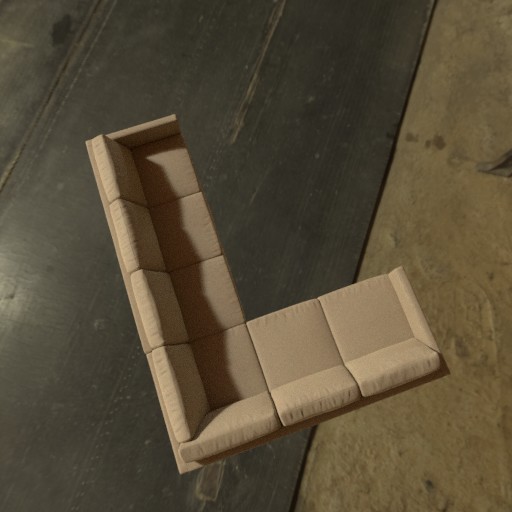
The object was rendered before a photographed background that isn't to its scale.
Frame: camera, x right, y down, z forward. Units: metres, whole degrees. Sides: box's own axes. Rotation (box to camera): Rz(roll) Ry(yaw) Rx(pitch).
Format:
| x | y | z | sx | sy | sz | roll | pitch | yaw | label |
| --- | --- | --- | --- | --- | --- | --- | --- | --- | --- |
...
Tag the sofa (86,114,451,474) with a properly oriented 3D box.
| x | y | z | sx | sy | sz | roll | pitch | yaw | label |
| --- | --- | --- | --- | --- | --- | --- | --- | --- | --- |
| 0.000 | 0.000 | 4.283 | 2.432 | 0.871 | 3.182 | -19 | 76 | -5 | sofa |
